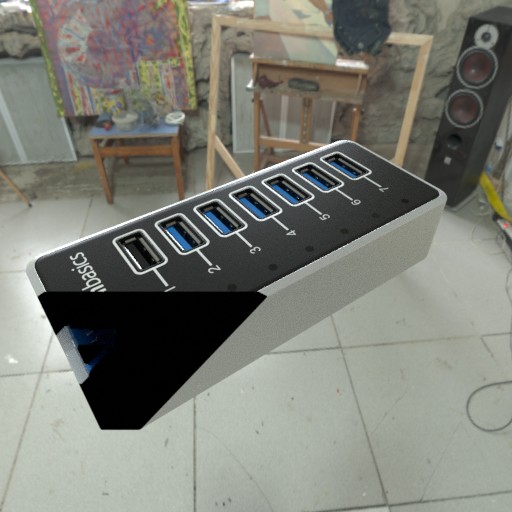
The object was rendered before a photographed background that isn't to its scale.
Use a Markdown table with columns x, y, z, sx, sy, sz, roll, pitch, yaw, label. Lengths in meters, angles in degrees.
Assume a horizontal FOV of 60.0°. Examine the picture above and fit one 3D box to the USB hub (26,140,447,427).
| x | y | z | sx | sy | sz | roll | pitch | yaw | label |
| --- | --- | --- | --- | --- | --- | --- | --- | --- | --- |
| 0.000 | 0.000 | 0.126 | 0.110 | 0.023 | 0.044 | -26 | 48 | -25 | USB hub |
